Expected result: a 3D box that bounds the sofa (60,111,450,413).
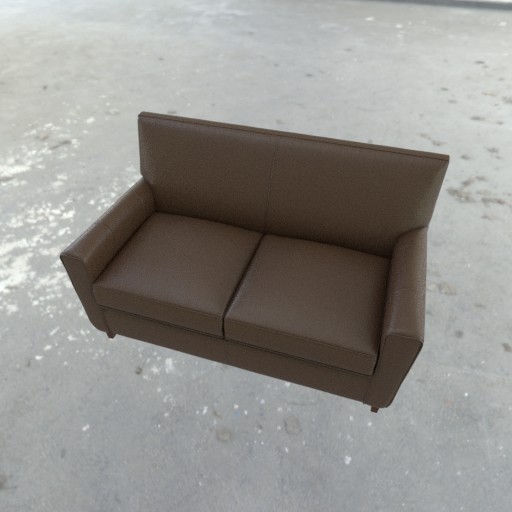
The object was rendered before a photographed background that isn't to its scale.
[{"bbox_3d":[0.000,0.000,2.041,1.468,0.859,0.853,12,43,13],"label":"sofa"}]
